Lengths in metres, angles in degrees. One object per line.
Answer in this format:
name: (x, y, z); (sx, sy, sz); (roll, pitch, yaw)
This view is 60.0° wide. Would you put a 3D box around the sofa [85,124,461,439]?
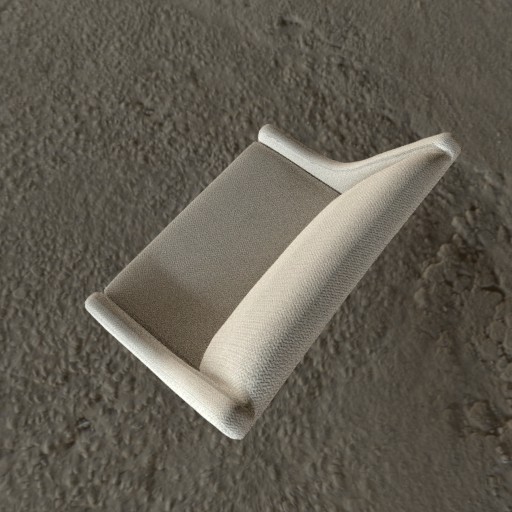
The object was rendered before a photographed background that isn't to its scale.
sofa: (0.000, 0.000, 1.873); (0.870, 1.022, 1.242); (36, 70, 15)
